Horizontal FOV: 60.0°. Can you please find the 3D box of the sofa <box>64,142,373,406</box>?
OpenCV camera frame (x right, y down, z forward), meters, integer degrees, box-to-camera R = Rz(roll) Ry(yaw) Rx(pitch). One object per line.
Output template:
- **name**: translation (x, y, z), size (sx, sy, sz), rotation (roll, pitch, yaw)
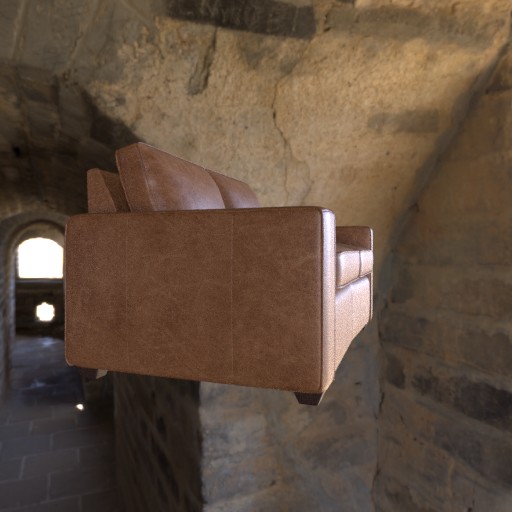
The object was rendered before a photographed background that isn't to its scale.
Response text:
- **sofa**: translation (0.000, 0.000, 2.167), size (1.020, 0.896, 1.532), rotation (0, 1, 20)
